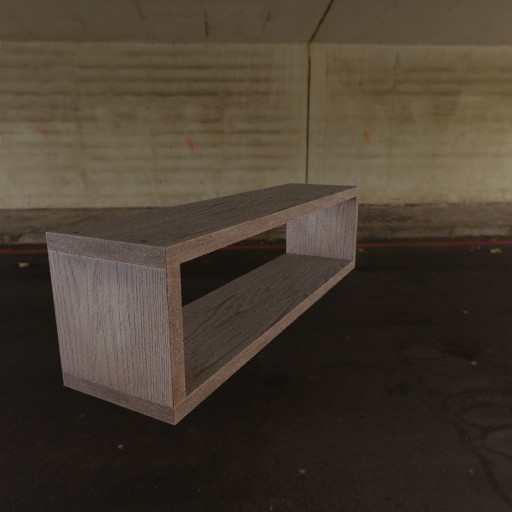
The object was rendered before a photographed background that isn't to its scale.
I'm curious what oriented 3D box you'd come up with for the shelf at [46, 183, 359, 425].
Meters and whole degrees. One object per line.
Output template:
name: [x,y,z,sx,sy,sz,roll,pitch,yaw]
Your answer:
shelf: [0.000,0.000,0.687,0.150,0.170,0.610,7,16,27]
